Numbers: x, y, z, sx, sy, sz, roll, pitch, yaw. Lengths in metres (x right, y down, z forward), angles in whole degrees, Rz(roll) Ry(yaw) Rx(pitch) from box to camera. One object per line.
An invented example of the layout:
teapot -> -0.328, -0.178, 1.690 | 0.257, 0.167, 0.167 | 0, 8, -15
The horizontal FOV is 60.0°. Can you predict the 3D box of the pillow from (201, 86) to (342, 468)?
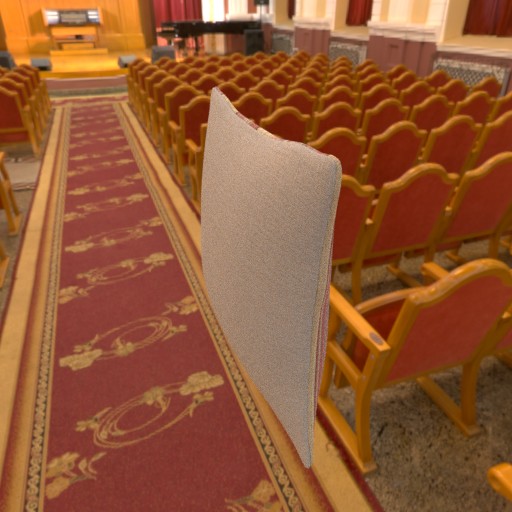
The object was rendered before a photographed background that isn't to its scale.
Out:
pillow -> 0.000, 0.000, 0.659 | 0.136, 0.419, 0.437 | -10, 31, -17
